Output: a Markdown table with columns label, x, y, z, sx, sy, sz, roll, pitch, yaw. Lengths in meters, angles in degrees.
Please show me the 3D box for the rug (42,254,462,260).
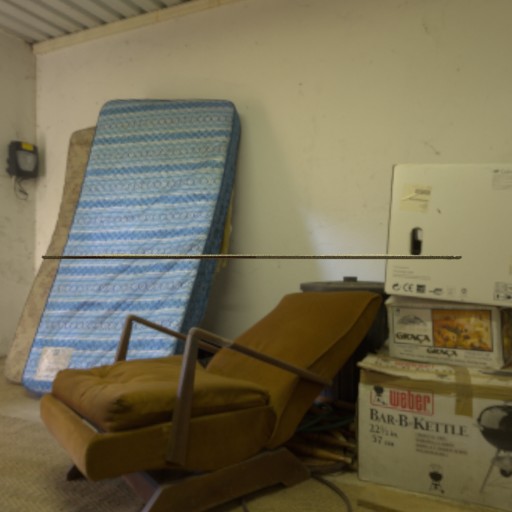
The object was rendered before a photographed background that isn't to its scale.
| label | x | y | z | sx | sy | sz | roll | pitch | yaw |
| --- | --- | --- | --- | --- | --- | --- | --- | --- | --- |
| rug | 0.000 | 0.000 | 4.141 | 2.434 | 0.045 | 3.202 | 0 | 0 | 2 |
